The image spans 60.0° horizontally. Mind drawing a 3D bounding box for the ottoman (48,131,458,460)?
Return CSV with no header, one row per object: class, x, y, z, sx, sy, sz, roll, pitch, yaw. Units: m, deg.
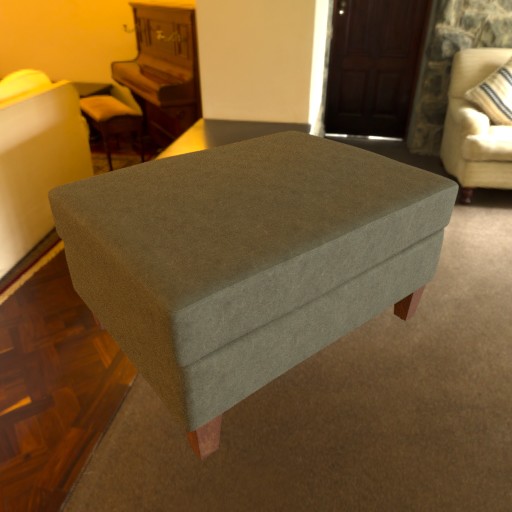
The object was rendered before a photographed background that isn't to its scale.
ottoman,0.000,0.000,1.203,0.839,0.464,0.639,-23,38,-33
